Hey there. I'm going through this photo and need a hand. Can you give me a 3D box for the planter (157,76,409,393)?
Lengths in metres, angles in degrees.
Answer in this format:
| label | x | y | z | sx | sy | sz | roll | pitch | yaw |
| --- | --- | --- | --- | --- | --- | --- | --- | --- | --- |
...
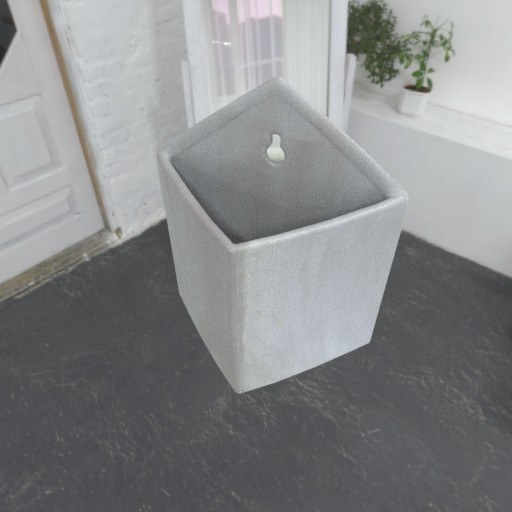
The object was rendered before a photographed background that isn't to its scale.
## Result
| label | x | y | z | sx | sy | sz | roll | pitch | yaw |
| --- | --- | --- | --- | --- | --- | --- | --- | --- | --- |
| planter | 0.000 | 0.000 | 0.274 | 0.163 | 0.194 | 0.080 | 13 | 44 | 14 |
